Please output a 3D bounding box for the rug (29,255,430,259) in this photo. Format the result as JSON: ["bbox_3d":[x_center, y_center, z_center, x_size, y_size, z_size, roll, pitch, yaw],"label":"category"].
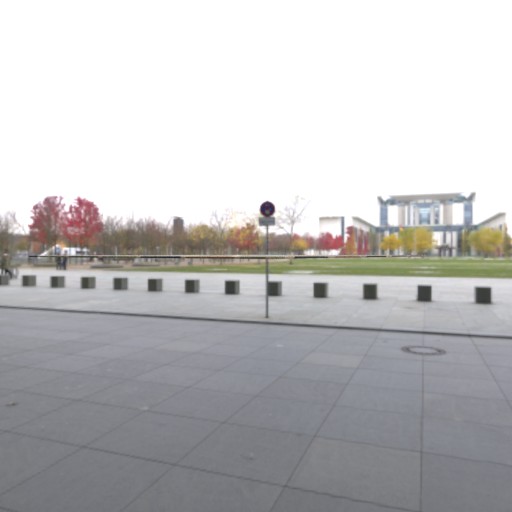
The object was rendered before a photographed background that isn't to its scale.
[{"bbox_3d":[0.000,0.000,4.308,2.439,0.013,3.200,0,0,36],"label":"rug"}]
